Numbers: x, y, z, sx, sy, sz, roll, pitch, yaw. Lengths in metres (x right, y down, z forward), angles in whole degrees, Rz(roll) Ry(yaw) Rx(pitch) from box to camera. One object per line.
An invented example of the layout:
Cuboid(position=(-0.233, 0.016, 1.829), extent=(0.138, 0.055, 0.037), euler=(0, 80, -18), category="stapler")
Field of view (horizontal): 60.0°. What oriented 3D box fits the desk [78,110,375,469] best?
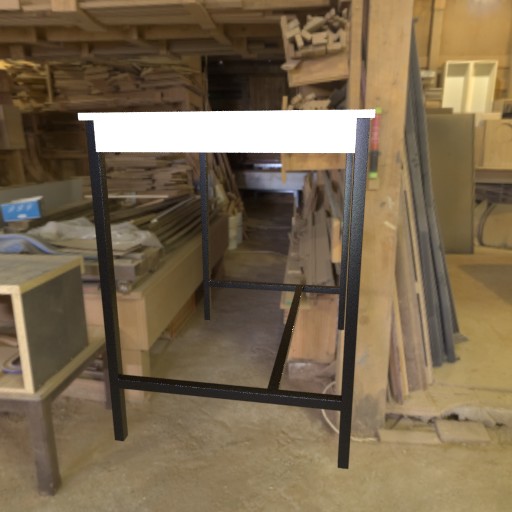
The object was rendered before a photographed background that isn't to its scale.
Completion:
Cuboid(position=(0.000, 0.000, 1.313), extent=(0.573, 0.766, 0.811), euler=(3, 15, 10), category="desk")
